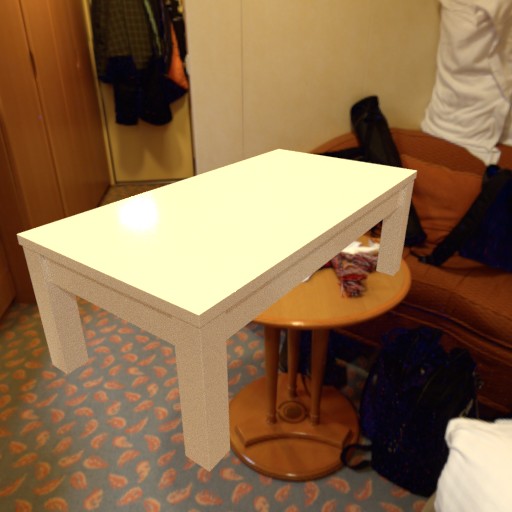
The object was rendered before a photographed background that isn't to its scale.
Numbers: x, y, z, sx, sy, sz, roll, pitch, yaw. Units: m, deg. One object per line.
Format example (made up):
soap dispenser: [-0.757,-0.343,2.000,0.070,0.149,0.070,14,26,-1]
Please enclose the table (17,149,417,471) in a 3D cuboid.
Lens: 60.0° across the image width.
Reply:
table: [0.000,0.000,1.667,0.700,0.470,1.350,18,31,32]
